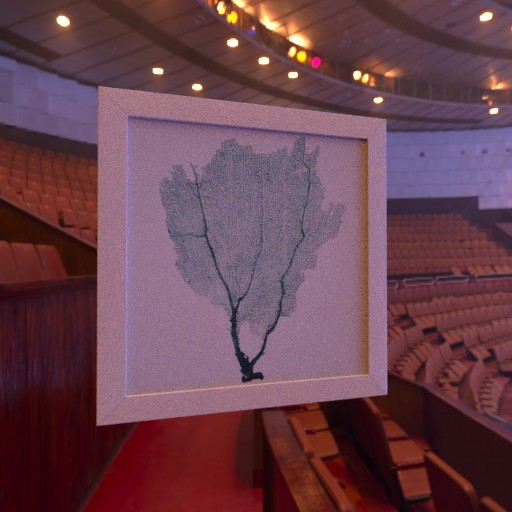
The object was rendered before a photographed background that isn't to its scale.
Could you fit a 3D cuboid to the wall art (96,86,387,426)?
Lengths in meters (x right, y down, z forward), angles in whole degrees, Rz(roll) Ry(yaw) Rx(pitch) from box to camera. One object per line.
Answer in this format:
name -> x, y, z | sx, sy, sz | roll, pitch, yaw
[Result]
wall art -> 0.000, 0.000, 0.848 | 0.572, 0.577, 0.015 | 0, -1, -18
